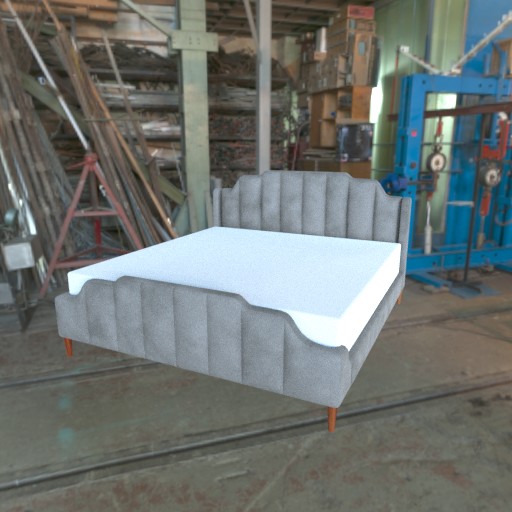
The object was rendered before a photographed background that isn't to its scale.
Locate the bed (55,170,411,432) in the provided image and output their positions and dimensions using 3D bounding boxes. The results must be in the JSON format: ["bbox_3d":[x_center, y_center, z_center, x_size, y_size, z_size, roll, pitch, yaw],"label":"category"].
[{"bbox_3d":[0.000,0.000,3.628,2.074,1.245,2.340,7,16,25],"label":"bed"}]
